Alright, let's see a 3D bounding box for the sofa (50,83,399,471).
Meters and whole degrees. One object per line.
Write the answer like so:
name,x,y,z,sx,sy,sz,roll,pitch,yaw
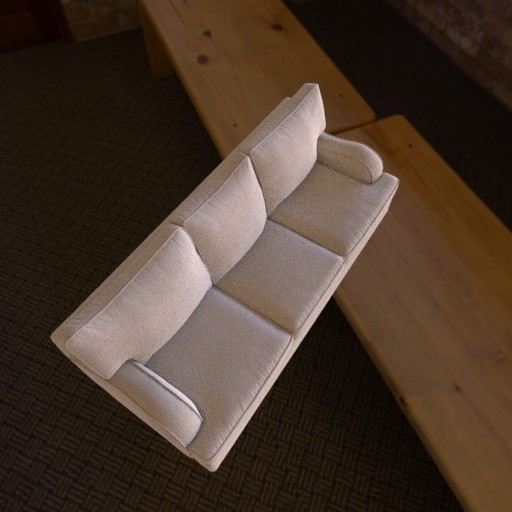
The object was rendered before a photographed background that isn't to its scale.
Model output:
sofa,0.000,0.000,2.845,1.016,0.991,2.323,30,62,18
